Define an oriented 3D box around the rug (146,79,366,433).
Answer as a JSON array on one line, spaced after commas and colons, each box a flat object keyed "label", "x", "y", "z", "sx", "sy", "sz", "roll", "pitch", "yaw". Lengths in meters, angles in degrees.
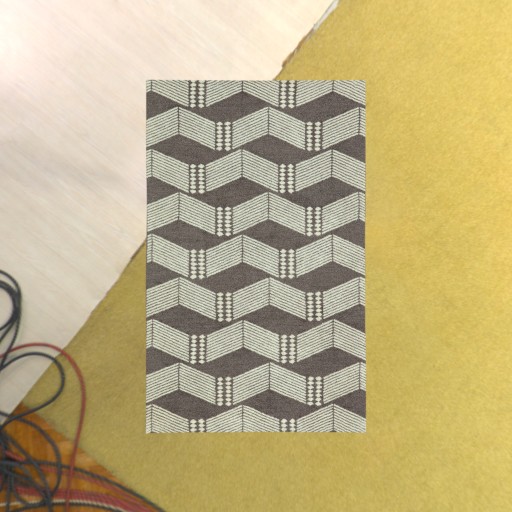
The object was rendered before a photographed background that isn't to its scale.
[{"label": "rug", "x": 0.000, "y": 0.000, "z": 3.057, "sx": 1.517, "sy": 0.011, "sz": 2.435, "roll": 0, "pitch": 90, "yaw": 0}]
